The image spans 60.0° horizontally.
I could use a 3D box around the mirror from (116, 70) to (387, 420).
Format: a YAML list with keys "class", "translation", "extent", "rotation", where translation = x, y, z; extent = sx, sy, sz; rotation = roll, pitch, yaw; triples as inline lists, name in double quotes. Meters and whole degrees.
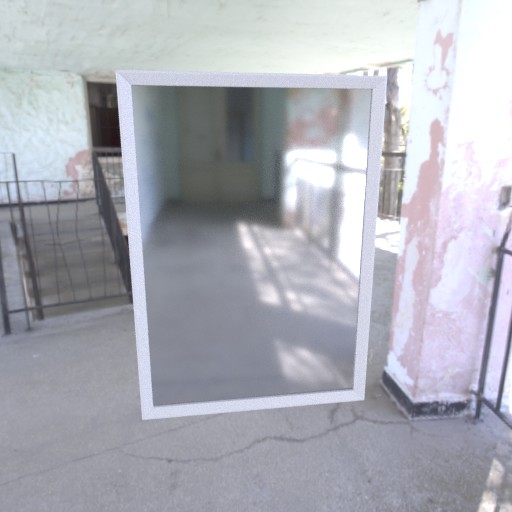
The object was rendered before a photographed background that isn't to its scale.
- class: "mirror"
  translation: [0.000, 0.000, 0.929]
  extent: [0.507, 0.710, 0.039]
  rotation: [-2, 15, -8]
